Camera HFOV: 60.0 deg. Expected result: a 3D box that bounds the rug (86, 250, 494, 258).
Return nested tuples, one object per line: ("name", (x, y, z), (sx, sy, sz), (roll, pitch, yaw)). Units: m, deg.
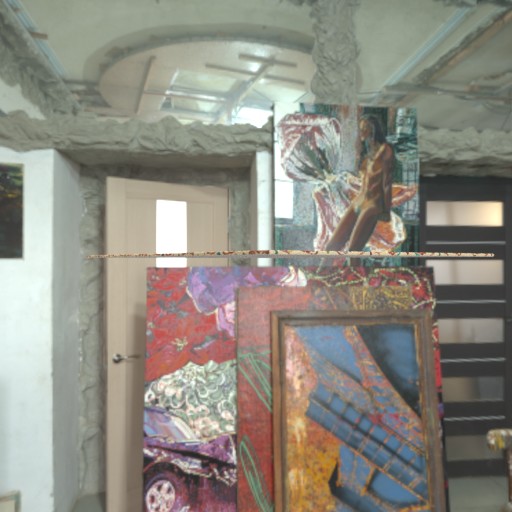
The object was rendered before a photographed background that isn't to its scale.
("rug", (0.000, 0.000, 2.308), (1.226, 0.013, 1.838), (0, -1, -36))
